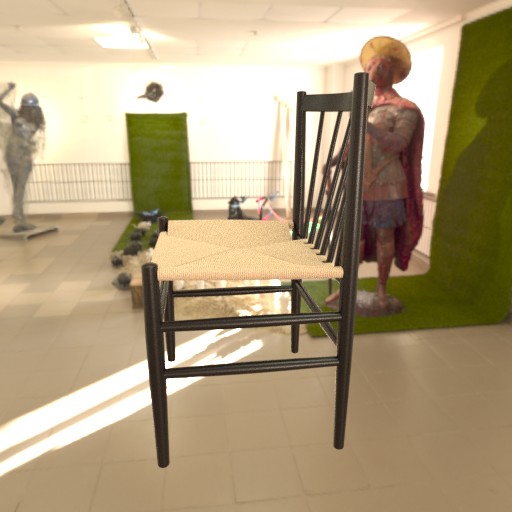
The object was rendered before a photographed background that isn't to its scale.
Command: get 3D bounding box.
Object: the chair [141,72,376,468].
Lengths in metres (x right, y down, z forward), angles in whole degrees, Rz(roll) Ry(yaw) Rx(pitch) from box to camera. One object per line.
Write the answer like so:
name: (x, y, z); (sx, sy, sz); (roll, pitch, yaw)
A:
chair: (0.000, 0.000, 1.119); (0.516, 0.818, 0.495); (-2, 17, -8)
